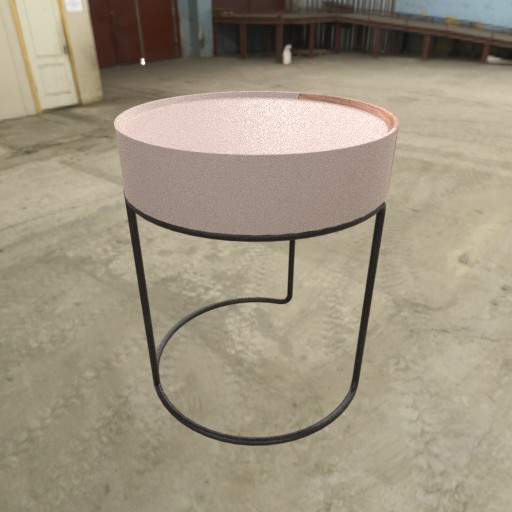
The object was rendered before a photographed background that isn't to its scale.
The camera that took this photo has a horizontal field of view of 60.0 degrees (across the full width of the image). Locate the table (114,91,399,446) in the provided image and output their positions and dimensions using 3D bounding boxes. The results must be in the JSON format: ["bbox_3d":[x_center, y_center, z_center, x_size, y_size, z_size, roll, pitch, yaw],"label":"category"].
[{"bbox_3d":[0.000,0.000,0.852,0.450,0.530,0.450,0,30,0],"label":"table"}]
